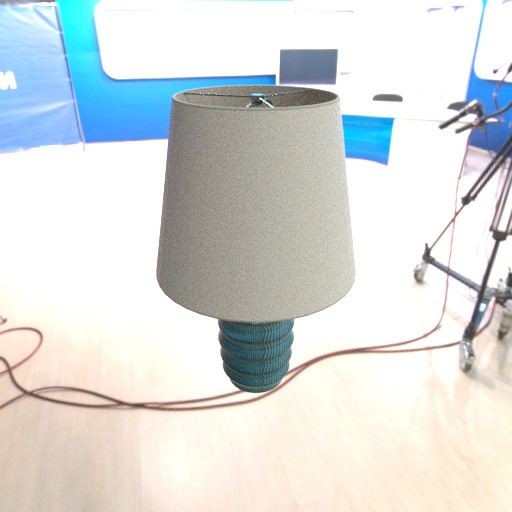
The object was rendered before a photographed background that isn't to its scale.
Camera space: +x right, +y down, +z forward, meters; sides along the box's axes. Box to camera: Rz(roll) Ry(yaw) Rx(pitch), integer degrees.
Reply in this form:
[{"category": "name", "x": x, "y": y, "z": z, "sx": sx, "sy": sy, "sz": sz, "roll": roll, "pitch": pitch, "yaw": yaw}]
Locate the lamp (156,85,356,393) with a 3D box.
[{"category": "lamp", "x": 0.000, "y": 0.000, "z": 0.568, "sx": 0.254, "sy": 0.392, "sz": 0.254, "roll": 0, "pitch": 27, "yaw": 0}]
